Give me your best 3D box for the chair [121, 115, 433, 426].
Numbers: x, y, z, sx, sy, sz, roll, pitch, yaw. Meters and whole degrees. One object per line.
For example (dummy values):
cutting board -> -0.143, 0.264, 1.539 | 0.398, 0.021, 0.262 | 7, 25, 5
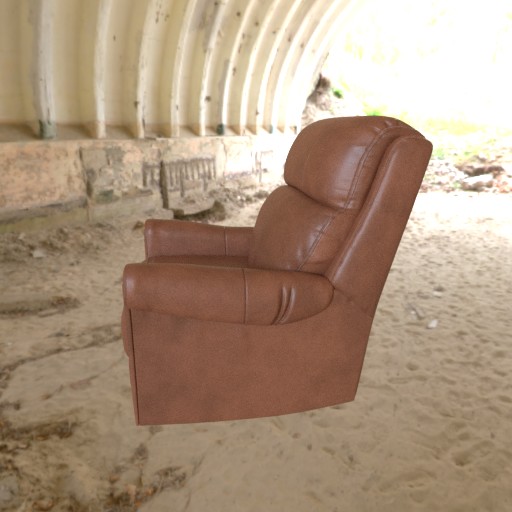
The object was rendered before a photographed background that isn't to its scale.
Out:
chair -> 0.000, 0.000, 1.756 | 1.014, 1.054, 0.838 | -2, 16, -8
